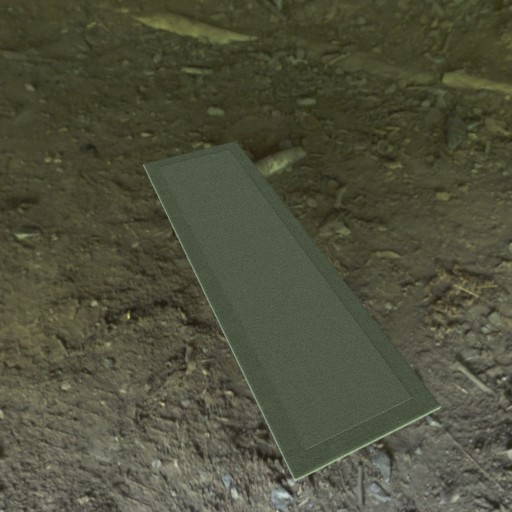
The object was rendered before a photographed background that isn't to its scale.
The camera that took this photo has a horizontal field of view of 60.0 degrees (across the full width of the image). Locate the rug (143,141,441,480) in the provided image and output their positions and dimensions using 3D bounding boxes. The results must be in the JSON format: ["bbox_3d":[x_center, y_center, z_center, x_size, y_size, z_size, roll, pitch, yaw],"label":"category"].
[{"bbox_3d":[0.000,0.000,2.673,0.759,0.012,2.430,-18,49,-17],"label":"rug"}]
